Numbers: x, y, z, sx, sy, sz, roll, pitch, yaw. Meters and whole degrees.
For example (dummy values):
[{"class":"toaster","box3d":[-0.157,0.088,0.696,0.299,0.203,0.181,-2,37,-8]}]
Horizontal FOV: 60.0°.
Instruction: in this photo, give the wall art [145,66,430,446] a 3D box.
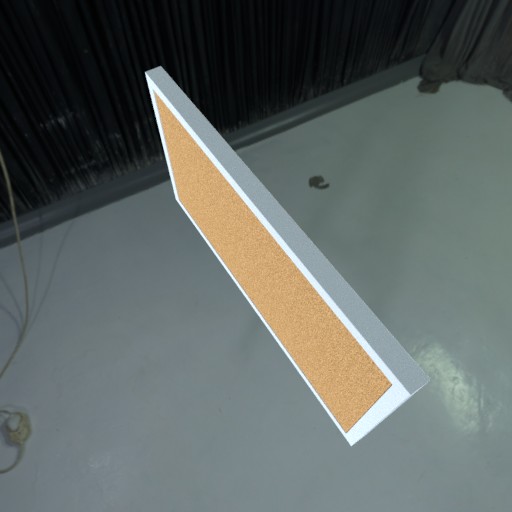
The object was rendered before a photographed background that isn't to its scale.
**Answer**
[{"class":"wall art","box3d":[0.000,0.000,0.959,0.038,0.431,0.812,-29,63,-17]}]
